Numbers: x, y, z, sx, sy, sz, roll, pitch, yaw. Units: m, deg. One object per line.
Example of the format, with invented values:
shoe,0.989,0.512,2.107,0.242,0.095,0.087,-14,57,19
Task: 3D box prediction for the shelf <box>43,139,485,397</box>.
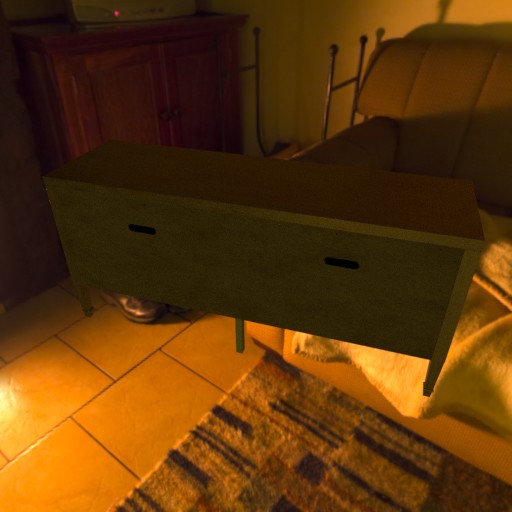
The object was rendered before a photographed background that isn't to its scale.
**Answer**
shelf,0.000,0.000,1.897,1.575,0.719,0.479,10,34,15
